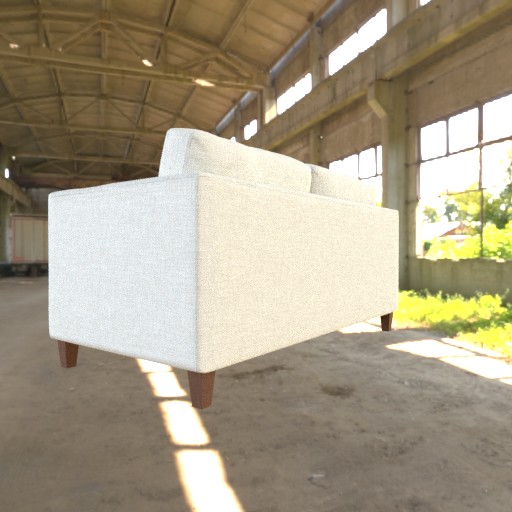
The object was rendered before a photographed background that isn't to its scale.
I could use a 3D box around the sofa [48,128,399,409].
[{"bbox_3d":[0.000,0.000,2.384,0.950,0.963,1.838,1,1,37],"label":"sofa"}]
